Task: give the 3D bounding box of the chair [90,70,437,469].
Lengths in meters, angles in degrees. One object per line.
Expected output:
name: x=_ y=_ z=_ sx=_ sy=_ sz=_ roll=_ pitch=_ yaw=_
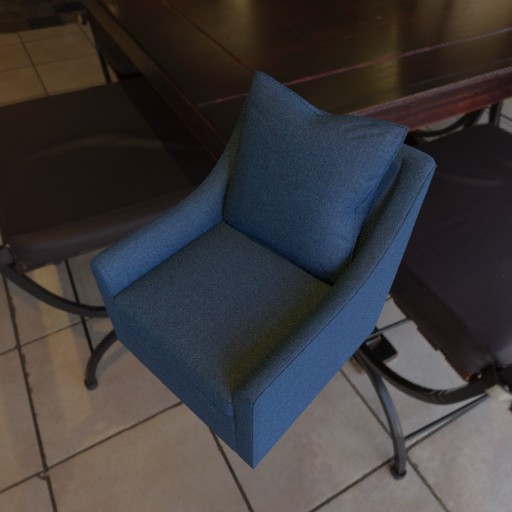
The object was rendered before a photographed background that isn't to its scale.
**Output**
chair: x=0.000 y=0.000 z=1.553 sx=0.750 sy=0.939 sz=0.870 roll=33 pitch=55 yaw=28
